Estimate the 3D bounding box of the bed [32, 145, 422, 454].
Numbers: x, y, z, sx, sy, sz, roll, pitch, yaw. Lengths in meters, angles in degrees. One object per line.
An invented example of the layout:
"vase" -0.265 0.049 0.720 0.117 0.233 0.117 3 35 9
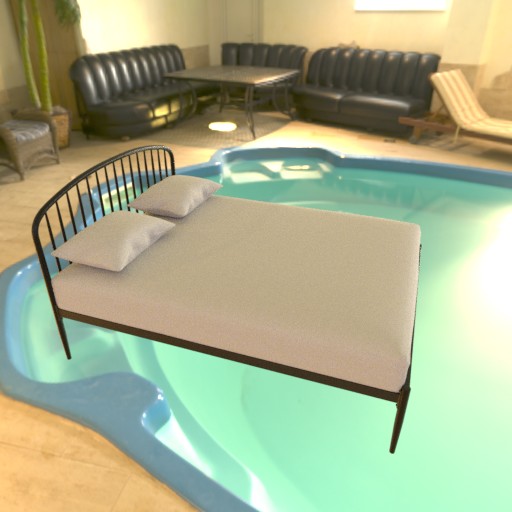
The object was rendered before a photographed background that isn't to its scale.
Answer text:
"bed" 0.000 0.000 3.044 2.159 1.166 1.618 10 31 17
